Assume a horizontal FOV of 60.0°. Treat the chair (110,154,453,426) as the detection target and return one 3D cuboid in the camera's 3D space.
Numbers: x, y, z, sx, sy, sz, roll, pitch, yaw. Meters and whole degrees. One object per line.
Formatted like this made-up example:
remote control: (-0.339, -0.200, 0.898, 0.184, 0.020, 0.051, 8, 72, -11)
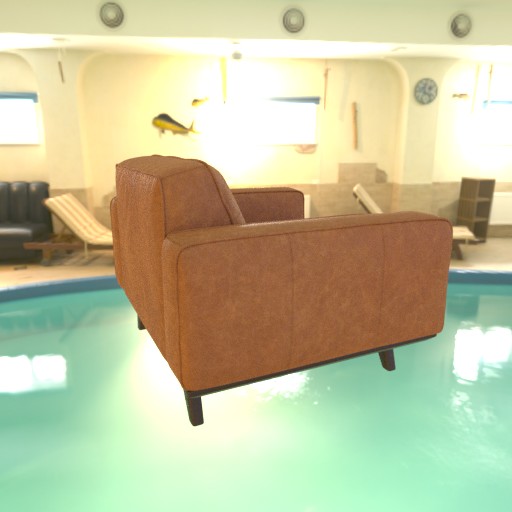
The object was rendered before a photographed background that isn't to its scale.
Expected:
chair: (0.000, 0.000, 1.758, 0.952, 0.782, 1.118, -7, 16, -25)
